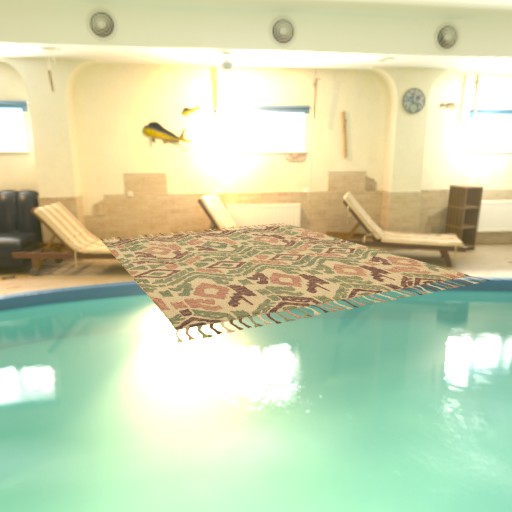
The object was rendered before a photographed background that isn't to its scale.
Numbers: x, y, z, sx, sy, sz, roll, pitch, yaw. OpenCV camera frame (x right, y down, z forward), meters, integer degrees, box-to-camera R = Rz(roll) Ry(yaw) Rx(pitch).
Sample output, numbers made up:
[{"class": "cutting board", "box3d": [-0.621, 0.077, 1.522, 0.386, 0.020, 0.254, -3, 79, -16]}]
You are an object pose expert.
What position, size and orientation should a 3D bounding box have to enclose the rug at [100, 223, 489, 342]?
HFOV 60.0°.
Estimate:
[{"class": "rug", "box3d": [0.000, 0.000, 4.112, 2.438, 0.010, 3.048, -7, 15, -26]}]
